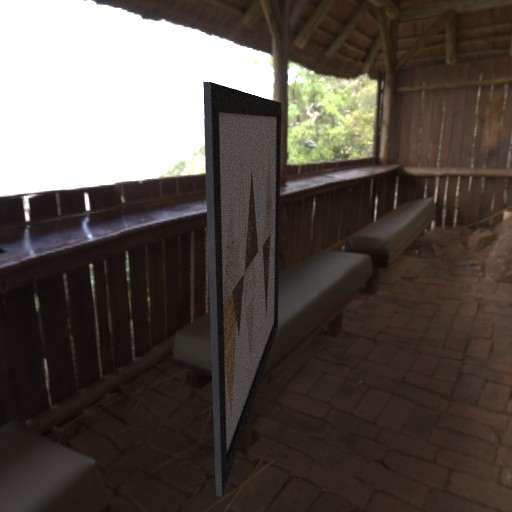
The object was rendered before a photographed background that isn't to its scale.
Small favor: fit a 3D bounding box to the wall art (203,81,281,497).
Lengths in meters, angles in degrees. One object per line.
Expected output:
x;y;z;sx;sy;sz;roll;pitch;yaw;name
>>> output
0.000;0.000;1.210;0.013;0.823;0.823;3;17;11;wall art
